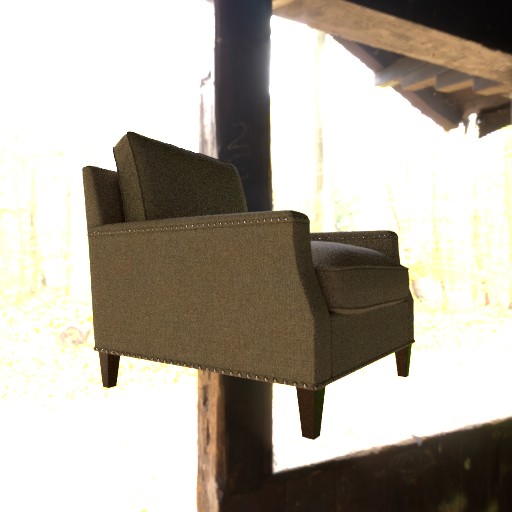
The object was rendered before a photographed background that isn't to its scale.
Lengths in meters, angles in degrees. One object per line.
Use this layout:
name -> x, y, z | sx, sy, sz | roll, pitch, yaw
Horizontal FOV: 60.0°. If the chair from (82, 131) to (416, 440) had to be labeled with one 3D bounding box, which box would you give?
chair -> 0.000, 0.000, 1.698 | 1.014, 0.943, 0.853 | -1, -2, 35
